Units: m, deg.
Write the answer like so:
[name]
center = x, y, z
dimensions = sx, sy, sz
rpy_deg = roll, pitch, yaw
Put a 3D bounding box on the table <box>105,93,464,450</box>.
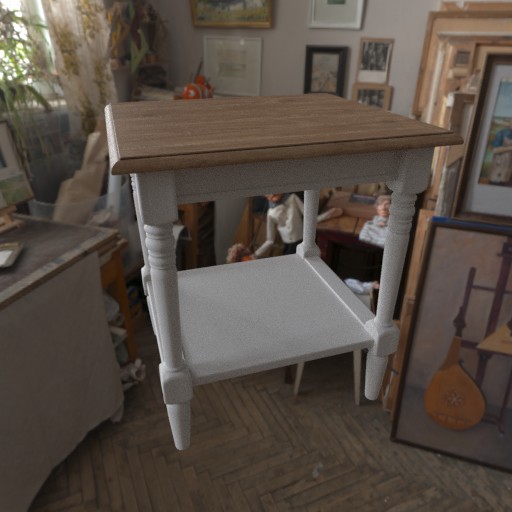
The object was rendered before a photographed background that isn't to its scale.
[table]
center = 0.000, 0.000, 0.912
dimensions = 0.508, 0.561, 0.457
rpy_deg = -8, 29, -16
